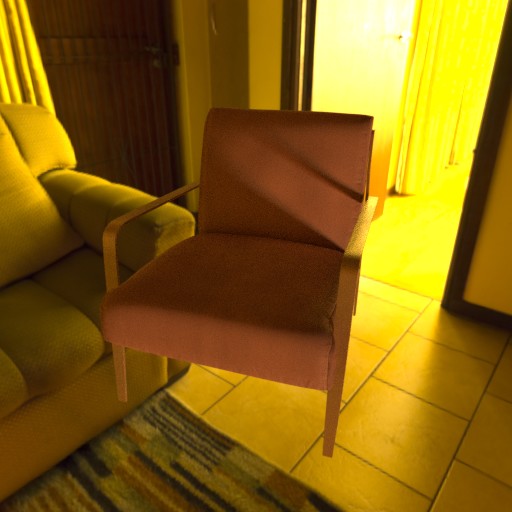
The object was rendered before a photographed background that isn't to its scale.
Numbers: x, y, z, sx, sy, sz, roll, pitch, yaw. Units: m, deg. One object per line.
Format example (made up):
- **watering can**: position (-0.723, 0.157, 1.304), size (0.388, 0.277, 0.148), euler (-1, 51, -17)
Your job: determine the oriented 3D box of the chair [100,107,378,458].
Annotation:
- **chair**: position (0.000, 0.000, 1.458), size (0.701, 0.823, 0.848), euler (8, 28, 16)
